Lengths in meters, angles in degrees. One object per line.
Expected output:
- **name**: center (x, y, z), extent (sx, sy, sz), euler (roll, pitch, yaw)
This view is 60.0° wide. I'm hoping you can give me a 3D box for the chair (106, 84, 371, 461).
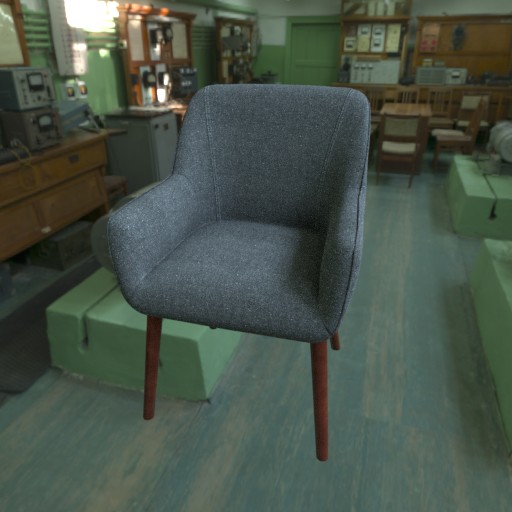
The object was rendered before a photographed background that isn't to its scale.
- **chair**: center (0.000, 0.000, 1.160), extent (0.543, 0.803, 0.519), euler (7, 27, 14)
